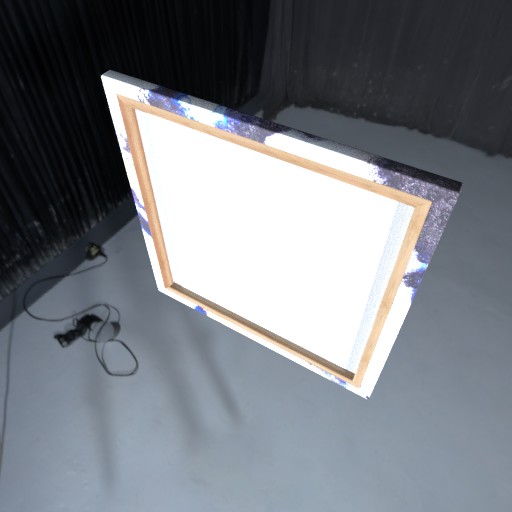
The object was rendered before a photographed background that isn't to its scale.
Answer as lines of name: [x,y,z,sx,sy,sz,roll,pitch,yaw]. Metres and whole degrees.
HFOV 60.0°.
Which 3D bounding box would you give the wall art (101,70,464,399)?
wall art: [0.000,0.000,1.299,0.887,0.885,0.038,24,52,20]
